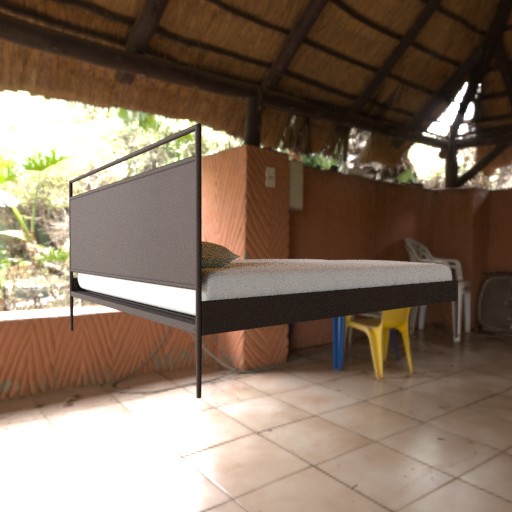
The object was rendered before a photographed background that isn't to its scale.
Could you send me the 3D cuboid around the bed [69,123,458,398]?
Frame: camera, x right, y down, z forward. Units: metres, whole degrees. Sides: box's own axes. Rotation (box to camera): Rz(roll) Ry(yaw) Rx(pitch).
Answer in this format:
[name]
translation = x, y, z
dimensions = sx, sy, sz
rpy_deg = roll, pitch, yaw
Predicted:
[bed]
translation = 0.000, 0.000, 3.323
dimensions = 2.151, 1.173, 1.993
rpy_deg = -1, 1, -37
